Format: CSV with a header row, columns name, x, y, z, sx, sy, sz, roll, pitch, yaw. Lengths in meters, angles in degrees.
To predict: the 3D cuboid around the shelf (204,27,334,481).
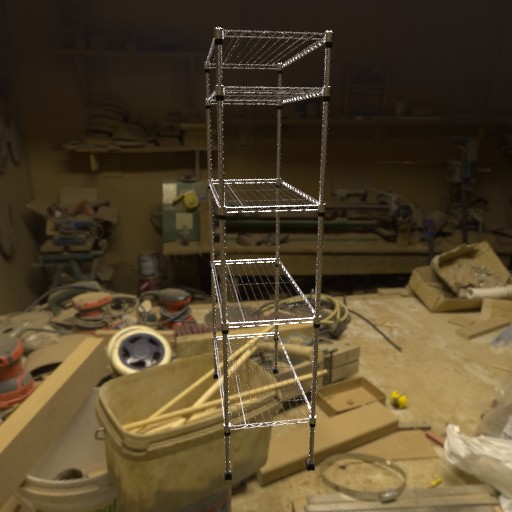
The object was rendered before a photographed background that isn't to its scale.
name,x,y,z,sx,sy,sz,roll,pitch,yaw
shelf,0.000,0.000,1.862,0.356,1.587,0.762,-2,17,-8
